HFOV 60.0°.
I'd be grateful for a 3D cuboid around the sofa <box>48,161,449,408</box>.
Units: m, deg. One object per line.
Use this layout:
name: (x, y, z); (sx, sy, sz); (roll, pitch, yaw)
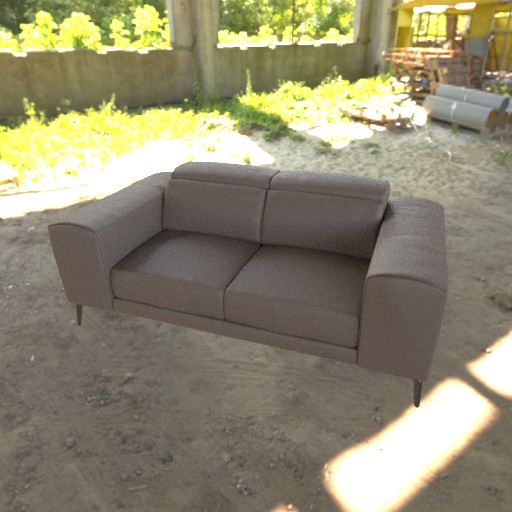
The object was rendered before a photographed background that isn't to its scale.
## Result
sofa: (0.000, 0.000, 2.431); (1.895, 0.779, 1.003); (9, 28, 18)
